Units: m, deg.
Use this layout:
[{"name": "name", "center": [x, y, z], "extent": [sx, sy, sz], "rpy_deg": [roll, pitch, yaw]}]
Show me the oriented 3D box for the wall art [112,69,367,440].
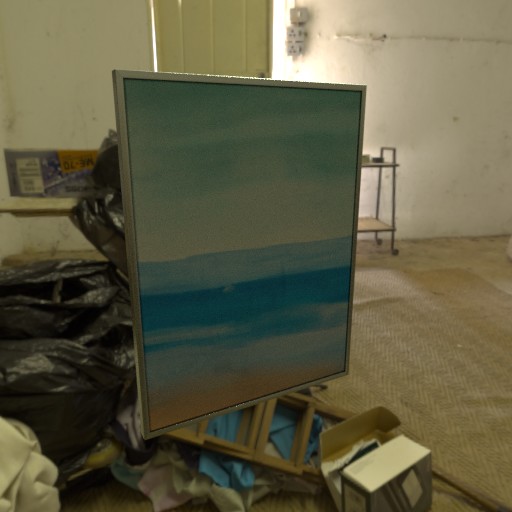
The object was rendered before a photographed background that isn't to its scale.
[{"name": "wall art", "center": [0.000, 0.000, 1.424], "extent": [0.803, 1.062, 0.041], "rpy_deg": [-8, 18, -27]}]
